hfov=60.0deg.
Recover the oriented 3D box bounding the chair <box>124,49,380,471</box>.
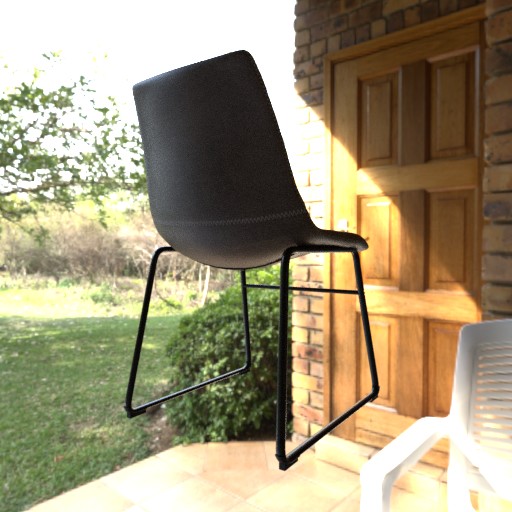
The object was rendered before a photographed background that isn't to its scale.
[{"bbox_3d":[0.000,0.000,1.124,0.460,0.780,0.550,1,1,35],"label":"chair"}]
